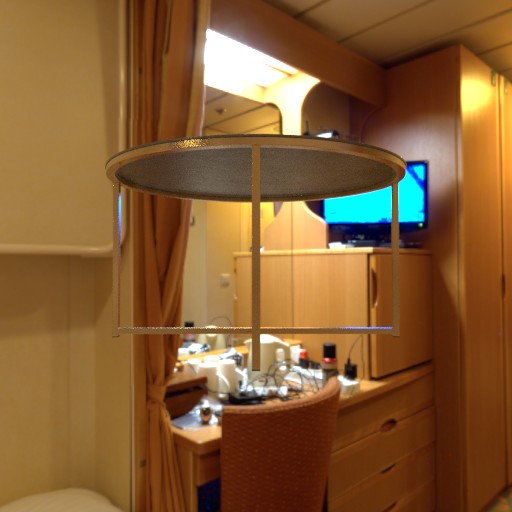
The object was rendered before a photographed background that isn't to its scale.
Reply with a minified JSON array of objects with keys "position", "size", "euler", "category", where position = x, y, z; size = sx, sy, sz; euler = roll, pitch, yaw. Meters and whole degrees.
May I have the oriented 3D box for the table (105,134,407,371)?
[{"position":[0.000,0.000,1.239],"size":[0.800,0.450,0.800],"euler":[0,-1,0],"category":"table"}]
